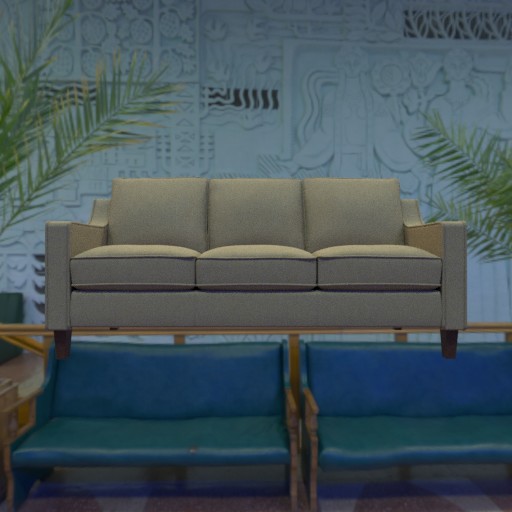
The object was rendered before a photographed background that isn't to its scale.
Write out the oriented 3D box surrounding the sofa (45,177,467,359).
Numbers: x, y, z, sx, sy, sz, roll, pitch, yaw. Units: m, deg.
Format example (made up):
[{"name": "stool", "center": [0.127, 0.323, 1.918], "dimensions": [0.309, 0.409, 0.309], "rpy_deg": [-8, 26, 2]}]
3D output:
[{"name": "sofa", "center": [0.000, 0.000, 2.511], "dimensions": [1.986, 0.974, 0.911], "rpy_deg": [0, 0, 0]}]
